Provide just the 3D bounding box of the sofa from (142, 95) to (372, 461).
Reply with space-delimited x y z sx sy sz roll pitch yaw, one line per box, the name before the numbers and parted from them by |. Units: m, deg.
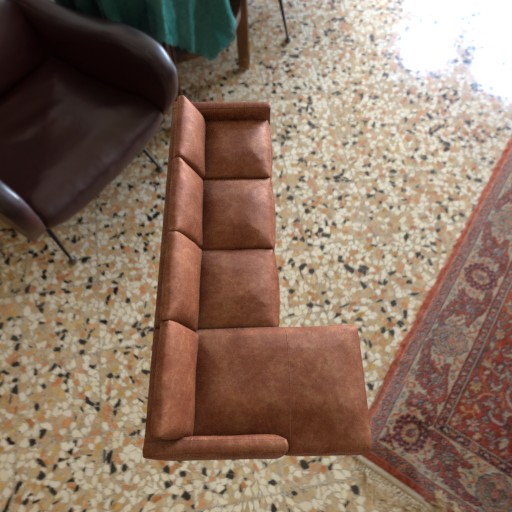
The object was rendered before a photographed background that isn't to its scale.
sofa | 0.000 0.000 3.593 1.471 0.859 2.993 -1 63 -1
